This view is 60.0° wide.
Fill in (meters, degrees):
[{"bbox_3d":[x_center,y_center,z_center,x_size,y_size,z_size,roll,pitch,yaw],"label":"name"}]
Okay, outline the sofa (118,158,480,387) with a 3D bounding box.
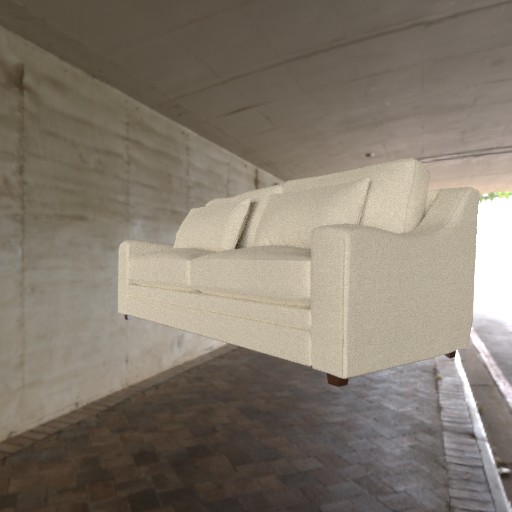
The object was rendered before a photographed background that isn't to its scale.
[{"bbox_3d":[0.000,0.000,2.922,1.009,1.022,2.470,0,0,-37],"label":"sofa"}]
